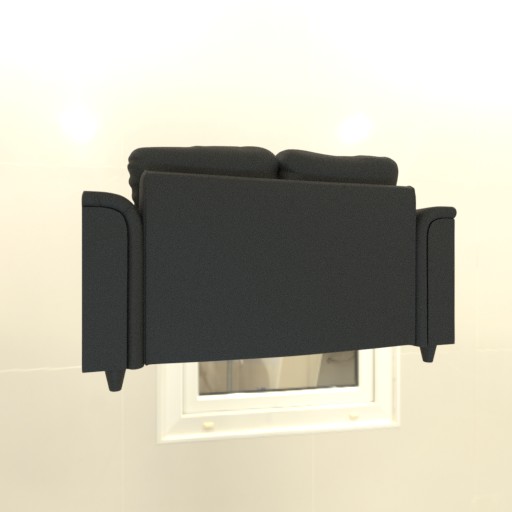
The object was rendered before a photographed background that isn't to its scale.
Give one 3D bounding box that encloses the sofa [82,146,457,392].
[{"bbox_3d":[0.000,0.000,1.949,1.386,0.845,0.887,0,0,-18],"label":"sofa"}]
